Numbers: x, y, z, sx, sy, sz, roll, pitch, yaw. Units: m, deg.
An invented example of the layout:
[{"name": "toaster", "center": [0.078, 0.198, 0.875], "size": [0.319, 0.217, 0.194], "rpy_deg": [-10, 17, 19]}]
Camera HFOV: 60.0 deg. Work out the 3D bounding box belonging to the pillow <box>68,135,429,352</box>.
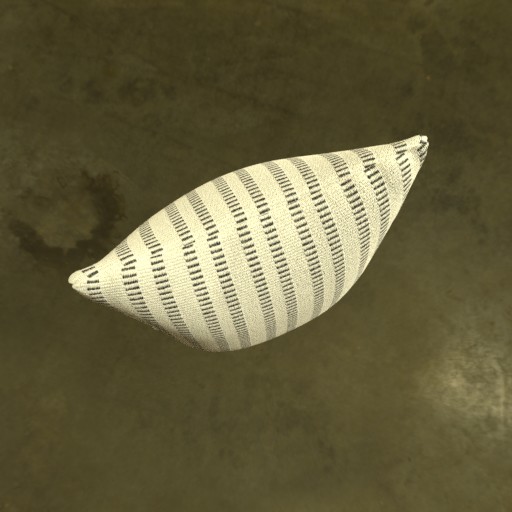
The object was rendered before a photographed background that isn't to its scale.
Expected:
[{"name": "pillow", "center": [0.000, 0.000, 0.686], "size": [0.438, 0.419, 0.247], "rpy_deg": [-23, 77, -6]}]
